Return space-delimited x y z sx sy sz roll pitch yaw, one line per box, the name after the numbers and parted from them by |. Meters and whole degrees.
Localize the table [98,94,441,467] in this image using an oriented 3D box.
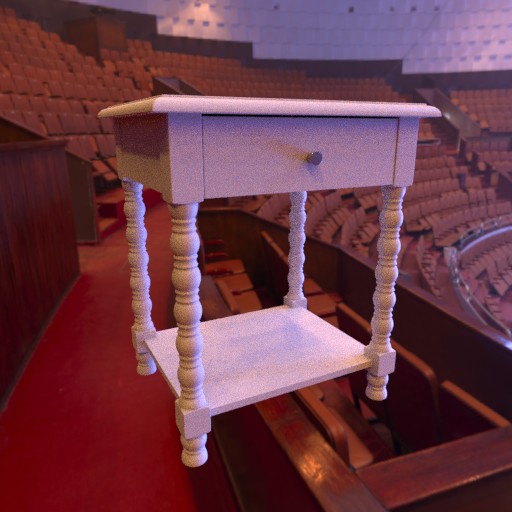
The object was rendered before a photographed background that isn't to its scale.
0.000 0.000 0.825 0.460 0.531 0.381 -8 18 -26 | table
